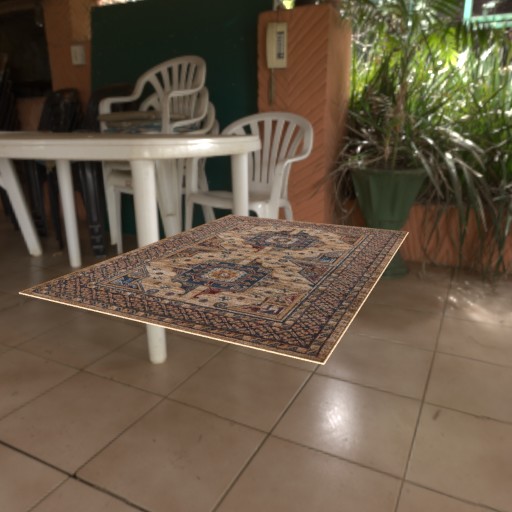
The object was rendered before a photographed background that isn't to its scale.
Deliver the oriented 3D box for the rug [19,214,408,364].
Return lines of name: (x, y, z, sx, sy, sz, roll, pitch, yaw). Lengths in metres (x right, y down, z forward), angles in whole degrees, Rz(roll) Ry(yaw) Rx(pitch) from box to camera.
rug: (0.000, 0.000, 2.881, 1.611, 0.008, 2.227, 8, 18, 25)
